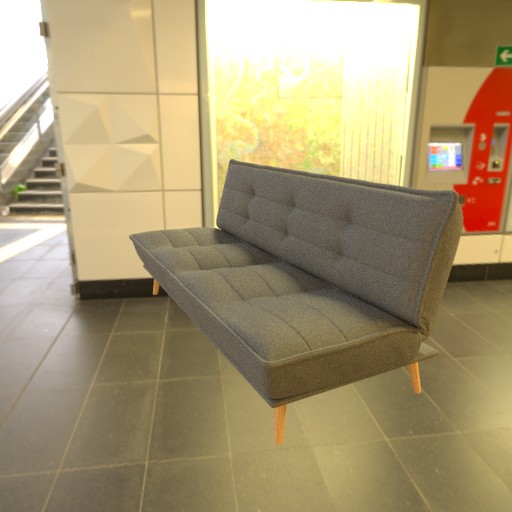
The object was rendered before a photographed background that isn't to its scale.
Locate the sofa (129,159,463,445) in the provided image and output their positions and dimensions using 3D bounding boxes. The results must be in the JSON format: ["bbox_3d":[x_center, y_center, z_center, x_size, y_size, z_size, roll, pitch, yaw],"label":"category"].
[{"bbox_3d":[0.000,0.000,2.367,0.950,0.890,1.940,-8,18,-26],"label":"sofa"}]
